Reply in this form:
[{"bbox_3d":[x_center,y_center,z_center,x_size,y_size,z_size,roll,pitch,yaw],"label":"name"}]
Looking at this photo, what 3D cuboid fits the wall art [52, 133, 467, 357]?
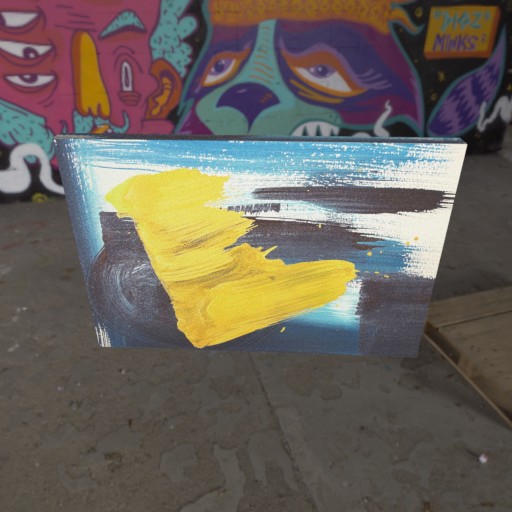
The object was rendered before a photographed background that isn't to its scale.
[{"bbox_3d":[0.000,0.000,0.763,0.609,0.406,0.033,1,30,2],"label":"wall art"}]
